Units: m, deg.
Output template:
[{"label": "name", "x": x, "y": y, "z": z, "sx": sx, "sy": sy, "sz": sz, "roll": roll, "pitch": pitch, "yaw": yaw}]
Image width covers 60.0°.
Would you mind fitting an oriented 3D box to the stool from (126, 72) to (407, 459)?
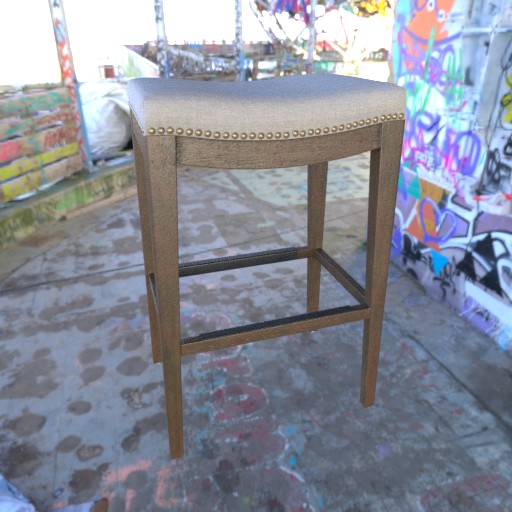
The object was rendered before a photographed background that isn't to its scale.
[{"label": "stool", "x": 0.000, "y": 0.000, "z": 1.025, "sx": 0.508, "sy": 0.762, "sz": 0.356, "roll": -8, "pitch": 28, "yaw": -16}]
